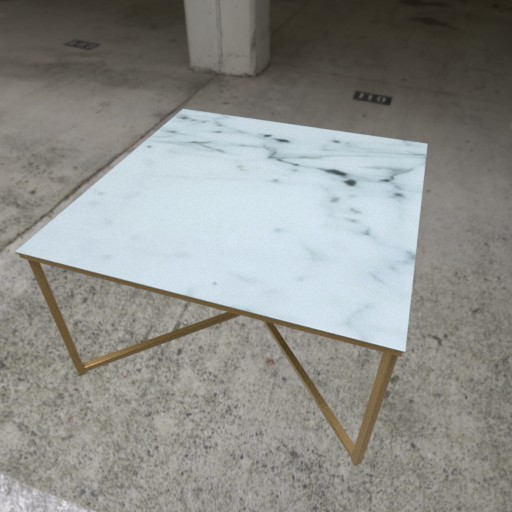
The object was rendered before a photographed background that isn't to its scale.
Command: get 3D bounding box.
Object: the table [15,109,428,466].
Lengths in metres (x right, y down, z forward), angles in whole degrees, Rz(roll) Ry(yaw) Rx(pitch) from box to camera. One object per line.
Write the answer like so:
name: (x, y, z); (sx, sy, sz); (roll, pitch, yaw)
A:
table: (0.000, 0.000, 1.269); (0.800, 0.450, 0.800); (13, 42, 14)
